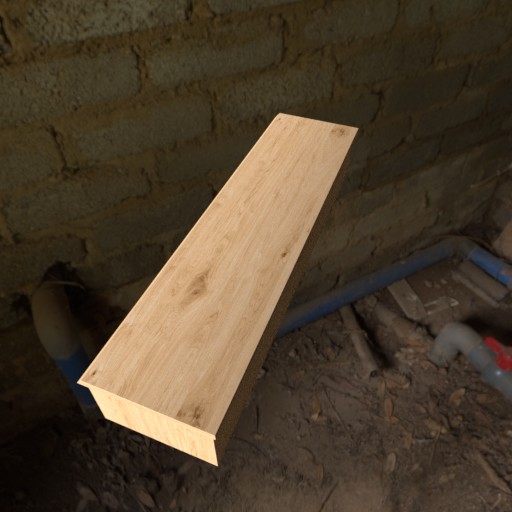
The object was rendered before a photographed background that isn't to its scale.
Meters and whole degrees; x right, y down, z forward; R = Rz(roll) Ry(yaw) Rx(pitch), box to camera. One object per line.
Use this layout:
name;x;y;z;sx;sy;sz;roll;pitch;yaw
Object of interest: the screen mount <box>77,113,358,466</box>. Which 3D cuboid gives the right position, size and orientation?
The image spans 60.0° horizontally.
screen mount;0.000;0.000;1.928;0.450;0.430;1.700;16;48;15
